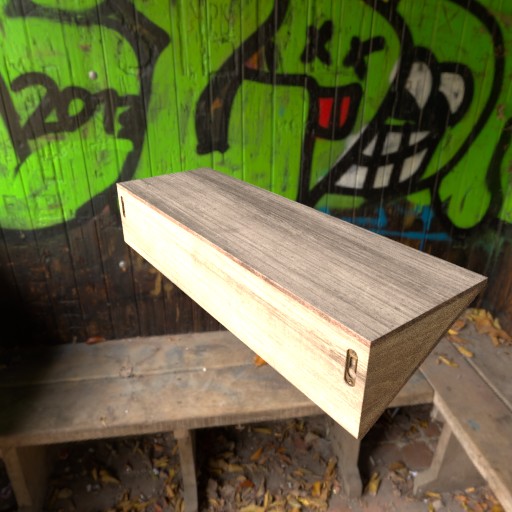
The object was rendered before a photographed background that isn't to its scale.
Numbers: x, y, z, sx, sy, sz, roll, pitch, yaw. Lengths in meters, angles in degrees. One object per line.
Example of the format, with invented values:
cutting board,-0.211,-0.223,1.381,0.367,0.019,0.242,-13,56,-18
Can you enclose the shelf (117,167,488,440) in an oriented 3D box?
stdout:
shelf,0.000,0.000,0.694,0.200,0.125,0.610,-18,31,-32
